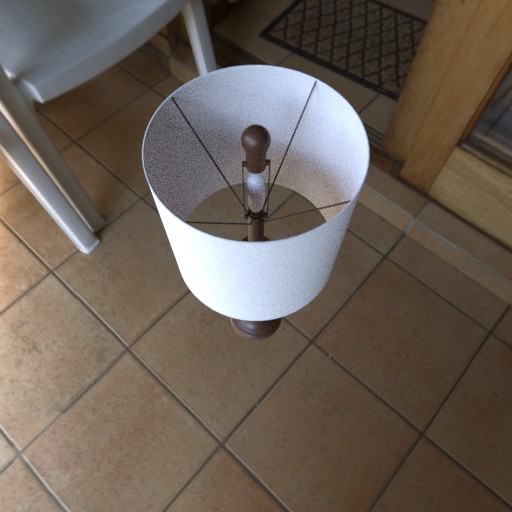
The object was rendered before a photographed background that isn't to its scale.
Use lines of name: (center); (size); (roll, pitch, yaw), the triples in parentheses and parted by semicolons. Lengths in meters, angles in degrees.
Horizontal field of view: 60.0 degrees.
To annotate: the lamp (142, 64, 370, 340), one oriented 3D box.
lamp: (0.000, 0.000, 0.736); (0.250, 0.597, 0.250); (33, 68, 15)
